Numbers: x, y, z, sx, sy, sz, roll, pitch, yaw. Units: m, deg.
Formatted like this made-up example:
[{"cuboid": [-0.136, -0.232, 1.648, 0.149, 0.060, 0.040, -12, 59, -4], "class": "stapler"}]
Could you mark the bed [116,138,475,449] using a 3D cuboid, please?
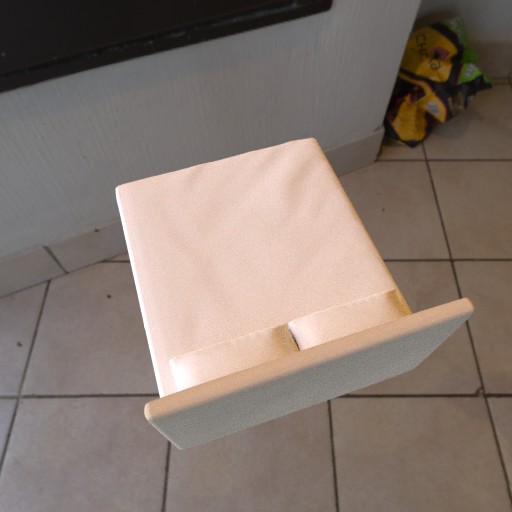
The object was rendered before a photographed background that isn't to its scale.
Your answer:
[{"cuboid": [0.000, 0.000, 3.610, 2.119, 1.317, 2.319, -16, 61, -9], "class": "bed"}]
